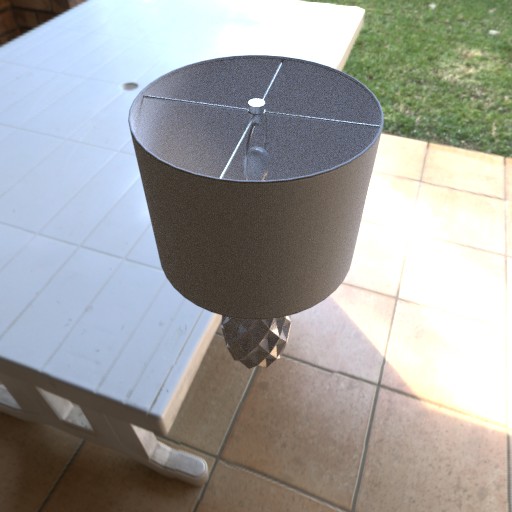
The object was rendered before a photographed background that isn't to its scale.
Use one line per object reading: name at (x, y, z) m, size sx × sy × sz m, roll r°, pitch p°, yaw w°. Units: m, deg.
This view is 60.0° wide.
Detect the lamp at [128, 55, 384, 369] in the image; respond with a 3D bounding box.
lamp at (0.000, 0.000, 0.710) m, size 0.297 × 0.522 × 0.297 m, roll 0°, pitch 46°, yaw 0°
